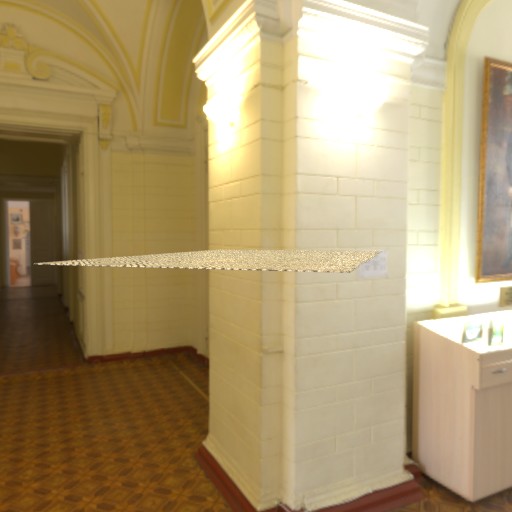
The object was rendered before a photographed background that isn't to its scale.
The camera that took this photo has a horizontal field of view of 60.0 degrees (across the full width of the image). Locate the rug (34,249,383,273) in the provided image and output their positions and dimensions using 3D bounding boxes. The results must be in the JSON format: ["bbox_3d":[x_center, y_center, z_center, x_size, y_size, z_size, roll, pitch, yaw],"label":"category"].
[{"bbox_3d":[0.000,0.000,2.297,1.177,0.004,1.750,1,3,19],"label":"rug"}]
